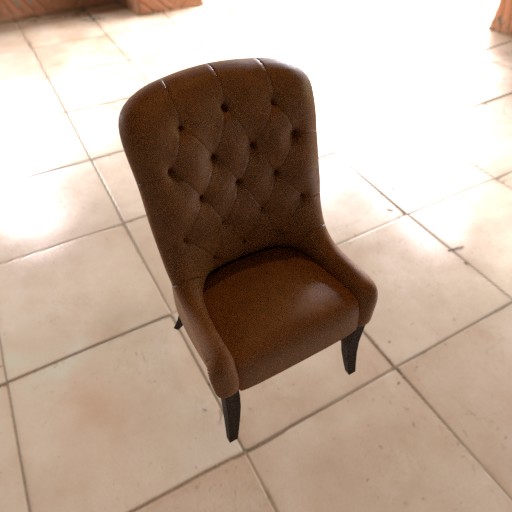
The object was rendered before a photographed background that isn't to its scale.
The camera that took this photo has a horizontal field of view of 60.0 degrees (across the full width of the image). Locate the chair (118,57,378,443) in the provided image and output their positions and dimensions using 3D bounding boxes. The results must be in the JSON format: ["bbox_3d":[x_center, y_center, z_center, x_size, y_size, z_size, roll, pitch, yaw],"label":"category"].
[{"bbox_3d":[0.000,0.000,1.499,0.634,1.091,0.629,-22,50,-20],"label":"chair"}]
